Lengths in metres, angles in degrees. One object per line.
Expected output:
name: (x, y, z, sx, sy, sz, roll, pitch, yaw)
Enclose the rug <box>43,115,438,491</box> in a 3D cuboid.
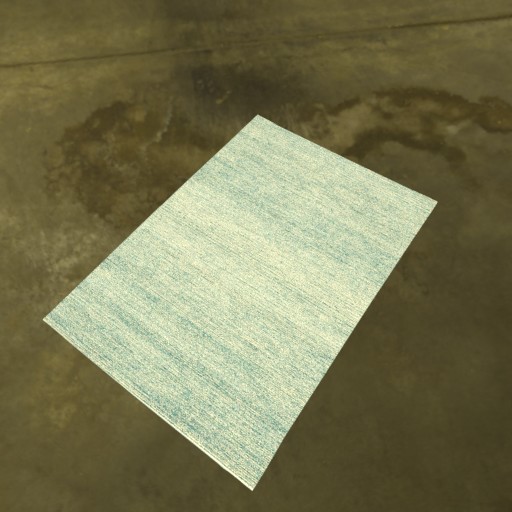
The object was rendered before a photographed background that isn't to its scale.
rug: (0.000, 0.000, 2.985, 1.613, 0.030, 2.306, 32, 63, 18)
